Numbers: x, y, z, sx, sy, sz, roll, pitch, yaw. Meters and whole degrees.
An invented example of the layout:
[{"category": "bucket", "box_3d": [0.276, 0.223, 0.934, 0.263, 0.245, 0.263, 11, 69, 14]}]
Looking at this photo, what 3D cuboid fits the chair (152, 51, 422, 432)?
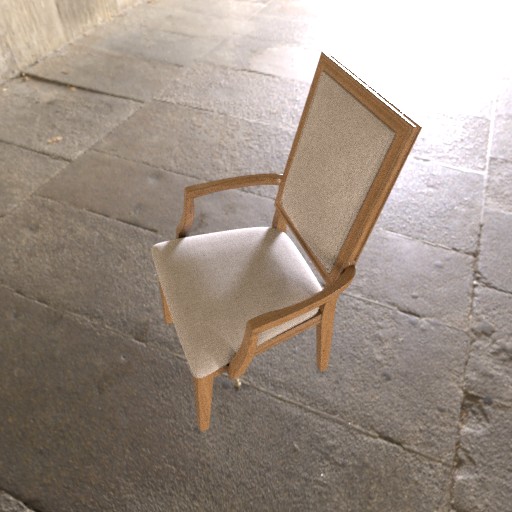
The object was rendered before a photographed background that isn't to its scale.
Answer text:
[{"category": "chair", "box_3d": [0.000, 0.000, 1.359, 0.602, 0.990, 0.606, -16, 49, -15]}]
